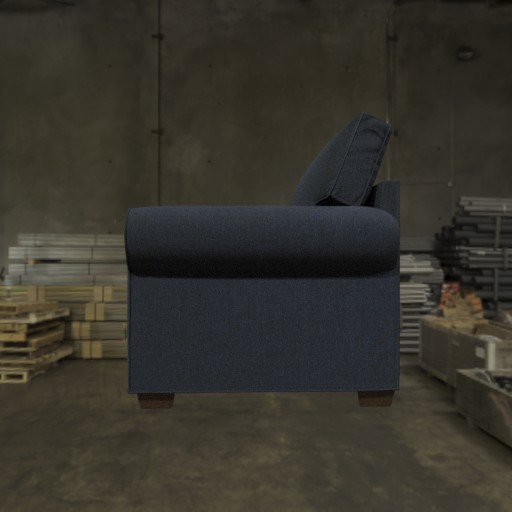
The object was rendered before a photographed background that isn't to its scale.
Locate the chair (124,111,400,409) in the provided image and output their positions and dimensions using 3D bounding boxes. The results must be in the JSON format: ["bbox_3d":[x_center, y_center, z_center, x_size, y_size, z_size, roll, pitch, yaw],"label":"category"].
[{"bbox_3d":[0.000,0.000,2.056,0.963,1.044,1.285,0,0,-2],"label":"chair"}]
